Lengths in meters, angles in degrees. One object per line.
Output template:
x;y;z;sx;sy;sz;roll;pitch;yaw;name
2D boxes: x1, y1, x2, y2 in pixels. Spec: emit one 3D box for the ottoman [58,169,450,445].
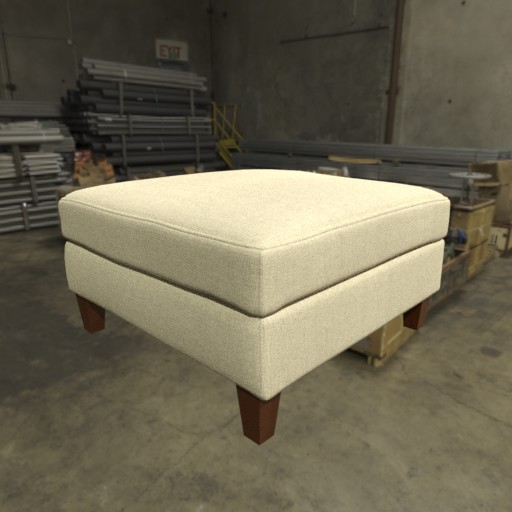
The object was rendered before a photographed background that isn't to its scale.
0.000;0.000;1.343;0.838;0.478;0.838;15;23;42;ottoman
